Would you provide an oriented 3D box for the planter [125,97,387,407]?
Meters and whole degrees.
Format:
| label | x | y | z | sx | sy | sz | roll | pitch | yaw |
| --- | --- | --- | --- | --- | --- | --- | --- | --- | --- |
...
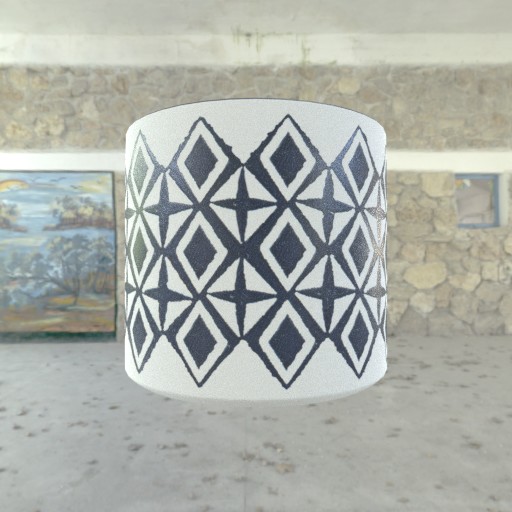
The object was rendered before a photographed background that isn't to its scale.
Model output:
| label | x | y | z | sx | sy | sz | roll | pitch | yaw |
| --- | --- | --- | --- | --- | --- | --- | --- | --- | --- |
| planter | 0.000 | 0.000 | 0.395 | 0.224 | 0.203 | 0.224 | 0 | 0 | 0 |
